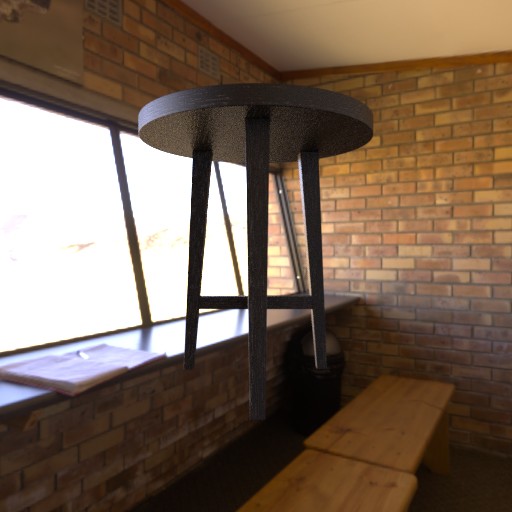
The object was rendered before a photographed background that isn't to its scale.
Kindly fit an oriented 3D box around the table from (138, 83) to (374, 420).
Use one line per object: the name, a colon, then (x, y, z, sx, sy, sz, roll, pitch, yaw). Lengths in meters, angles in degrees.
table: (0.000, 0.000, 0.782, 0.399, 0.460, 0.399, 0, 1, 0)
